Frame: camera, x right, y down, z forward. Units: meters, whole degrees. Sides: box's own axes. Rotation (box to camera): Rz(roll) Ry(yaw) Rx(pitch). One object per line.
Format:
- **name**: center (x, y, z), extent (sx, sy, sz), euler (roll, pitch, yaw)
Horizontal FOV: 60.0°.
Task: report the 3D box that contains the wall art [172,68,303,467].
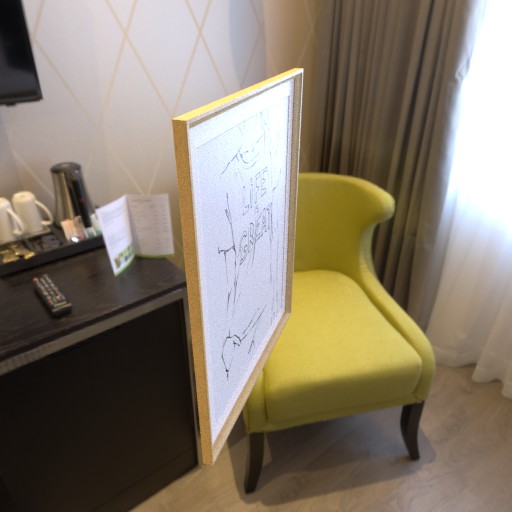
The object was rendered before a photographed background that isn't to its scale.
- **wall art**: center (0.000, 0.000, 1.388), extent (0.030, 1.002, 0.798), euler (11, 31, 18)
